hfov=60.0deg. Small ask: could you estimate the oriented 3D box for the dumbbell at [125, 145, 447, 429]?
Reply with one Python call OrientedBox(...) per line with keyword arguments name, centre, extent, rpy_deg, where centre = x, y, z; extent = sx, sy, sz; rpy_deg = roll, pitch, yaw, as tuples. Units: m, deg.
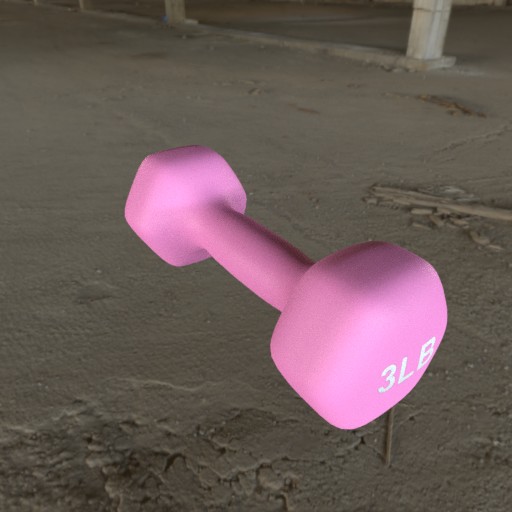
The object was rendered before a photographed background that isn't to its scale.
OrientedBox(name="dumbbell", centre=(0.000, 0.000, 0.189), extent=(0.064, 0.058, 0.159), rpy_deg=(-21, 38, -29))
